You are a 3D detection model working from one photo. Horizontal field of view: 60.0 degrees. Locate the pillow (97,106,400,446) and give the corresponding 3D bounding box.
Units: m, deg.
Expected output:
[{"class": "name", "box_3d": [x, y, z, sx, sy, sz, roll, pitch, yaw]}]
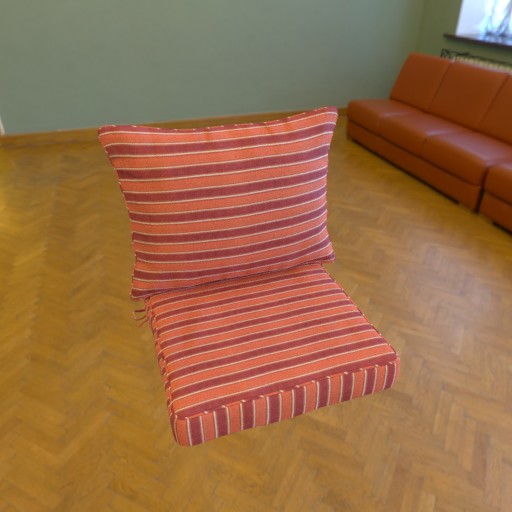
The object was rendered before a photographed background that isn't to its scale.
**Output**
[{"class": "pillow", "box_3d": [0.000, 0.000, 1.375, 0.799, 0.723, 0.733, -10, 34, -16]}]
